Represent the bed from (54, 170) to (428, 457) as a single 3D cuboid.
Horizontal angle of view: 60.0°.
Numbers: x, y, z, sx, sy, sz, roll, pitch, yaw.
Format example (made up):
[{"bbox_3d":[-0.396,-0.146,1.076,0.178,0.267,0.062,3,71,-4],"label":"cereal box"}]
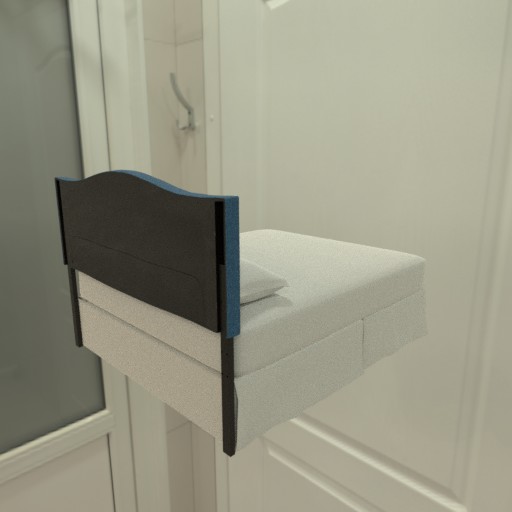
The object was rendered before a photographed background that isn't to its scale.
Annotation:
[{"bbox_3d":[0.000,0.000,2.894,1.872,1.169,1.610,-13,19,-43],"label":"bed"}]
